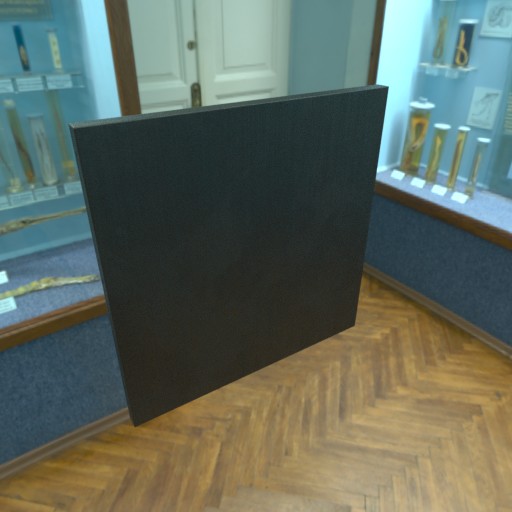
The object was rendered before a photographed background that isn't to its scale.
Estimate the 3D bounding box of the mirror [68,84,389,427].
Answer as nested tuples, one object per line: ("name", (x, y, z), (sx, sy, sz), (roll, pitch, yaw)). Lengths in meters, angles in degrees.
("mirror", (0.000, 0.000, 0.568), (0.382, 0.381, 0.020), (-18, 35, -28))
